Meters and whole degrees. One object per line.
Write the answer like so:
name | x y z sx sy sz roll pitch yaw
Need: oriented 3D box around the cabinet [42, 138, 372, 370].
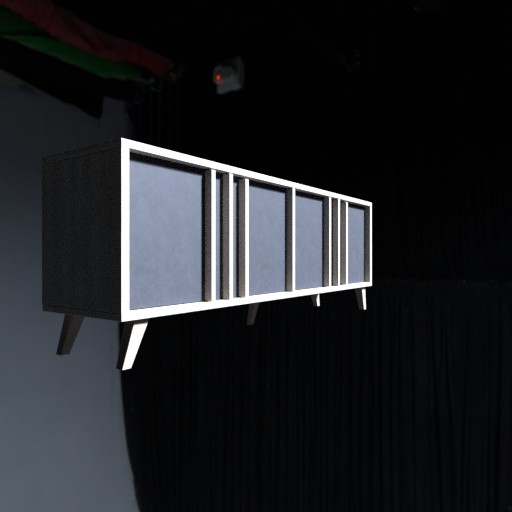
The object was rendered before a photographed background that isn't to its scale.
cabinet | 0.000 0.000 2.496 0.499 0.779 2.198 0 0 36
